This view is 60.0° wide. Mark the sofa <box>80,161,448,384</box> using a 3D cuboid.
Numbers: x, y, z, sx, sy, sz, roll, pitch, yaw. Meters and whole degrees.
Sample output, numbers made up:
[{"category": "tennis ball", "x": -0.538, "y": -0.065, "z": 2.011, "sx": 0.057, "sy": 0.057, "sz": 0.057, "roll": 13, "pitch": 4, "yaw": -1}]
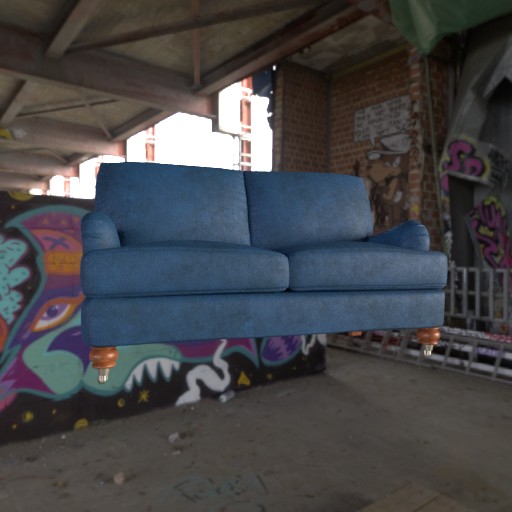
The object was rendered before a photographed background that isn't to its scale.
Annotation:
[{"category": "sofa", "x": 0.000, "y": 0.000, "z": 2.540, "sx": 1.853, "sy": 1.101, "sz": 1.084, "roll": 0, "pitch": 0, "yaw": -17}]
